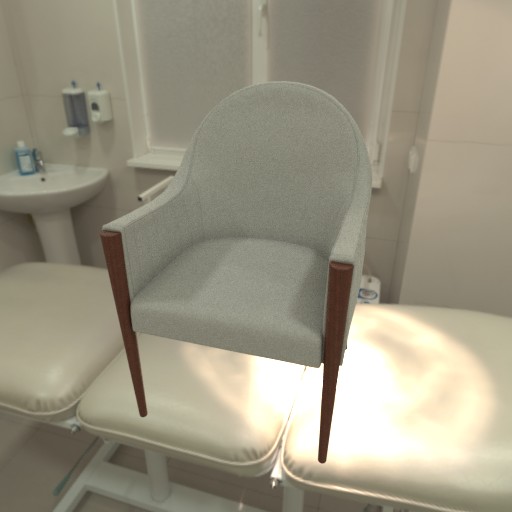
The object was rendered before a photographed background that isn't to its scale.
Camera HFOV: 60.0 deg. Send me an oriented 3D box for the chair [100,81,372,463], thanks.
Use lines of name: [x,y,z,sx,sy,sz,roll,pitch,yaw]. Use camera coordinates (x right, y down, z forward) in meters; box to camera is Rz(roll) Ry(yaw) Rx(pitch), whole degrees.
chair: [0.000,0.000,1.286,0.610,0.889,0.620,8,29,15]
